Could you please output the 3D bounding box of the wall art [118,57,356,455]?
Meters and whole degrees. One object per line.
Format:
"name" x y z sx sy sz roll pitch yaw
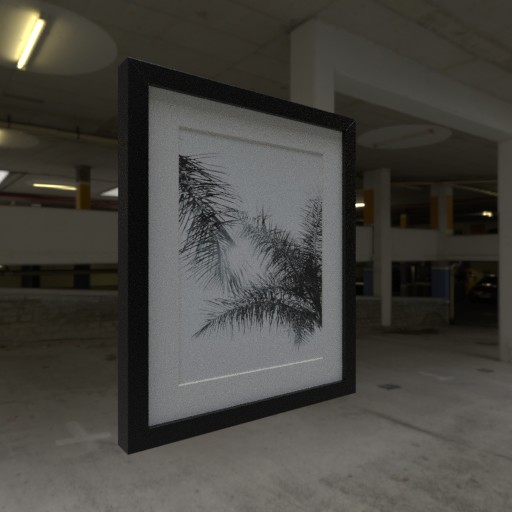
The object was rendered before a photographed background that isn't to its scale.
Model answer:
"wall art" 0.000 0.000 0.531 0.325 0.380 0.028 0 0 -36
